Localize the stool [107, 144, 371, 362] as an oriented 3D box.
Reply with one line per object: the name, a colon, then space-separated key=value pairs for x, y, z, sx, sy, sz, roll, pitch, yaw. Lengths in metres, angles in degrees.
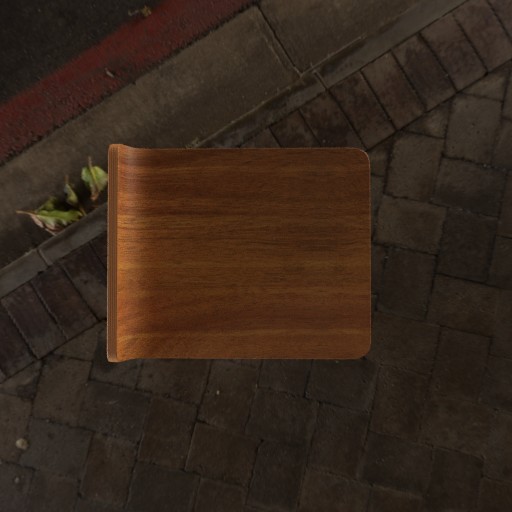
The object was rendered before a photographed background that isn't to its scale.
stool: x=0.000 y=0.000 z=1.009 sx=0.500 sy=0.650 sz=0.500 roll=0 pitch=89 yaw=2
